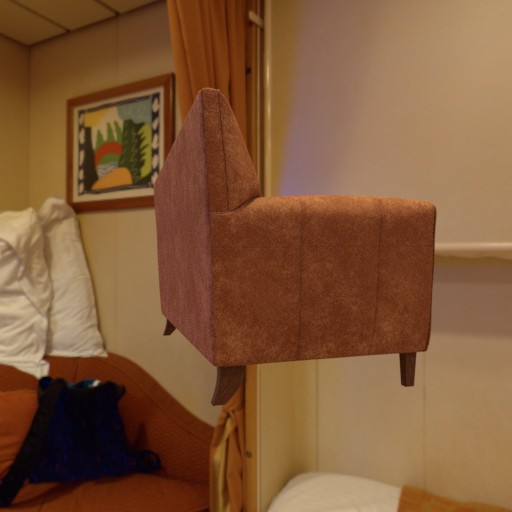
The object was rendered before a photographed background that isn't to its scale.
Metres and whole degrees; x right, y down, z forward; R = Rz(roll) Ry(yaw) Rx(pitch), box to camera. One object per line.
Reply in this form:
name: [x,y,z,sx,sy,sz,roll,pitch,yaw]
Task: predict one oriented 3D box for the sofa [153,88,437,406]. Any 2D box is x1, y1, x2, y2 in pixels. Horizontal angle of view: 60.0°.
sofa: [0.000,0.000,1.985,0.787,0.871,1.473,0,-1,-18]
